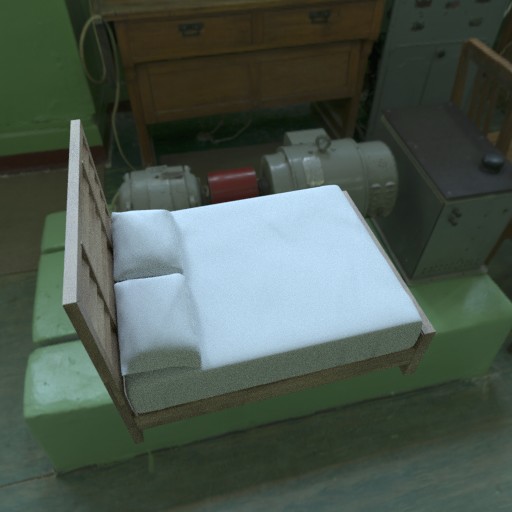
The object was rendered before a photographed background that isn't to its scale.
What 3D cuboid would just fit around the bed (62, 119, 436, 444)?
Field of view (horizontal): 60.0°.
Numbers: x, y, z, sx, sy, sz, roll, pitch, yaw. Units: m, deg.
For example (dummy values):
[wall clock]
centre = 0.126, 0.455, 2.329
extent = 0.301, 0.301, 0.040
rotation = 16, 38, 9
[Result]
[bed]
centre = 0.000, 0.000, 3.271
extent = 2.197, 1.626, 1.626
rotation = -11, 48, -10
